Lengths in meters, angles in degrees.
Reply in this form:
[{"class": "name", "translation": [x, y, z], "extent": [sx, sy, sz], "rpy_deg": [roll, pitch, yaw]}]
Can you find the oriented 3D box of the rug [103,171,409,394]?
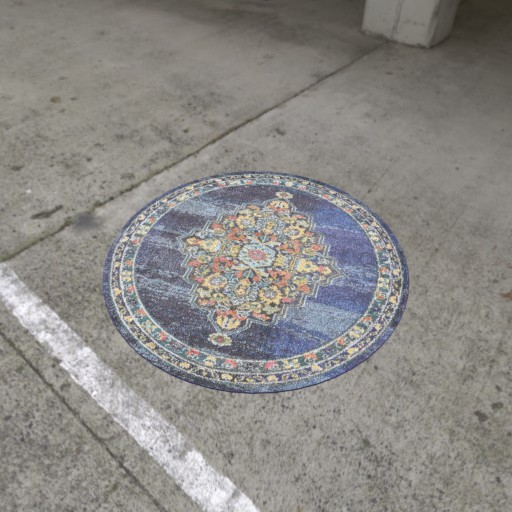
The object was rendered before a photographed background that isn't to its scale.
[{"class": "rug", "translation": [0.000, 0.000, 2.368], "extent": [1.591, 0.010, 1.591], "rpy_deg": [0, 45, 0]}]
